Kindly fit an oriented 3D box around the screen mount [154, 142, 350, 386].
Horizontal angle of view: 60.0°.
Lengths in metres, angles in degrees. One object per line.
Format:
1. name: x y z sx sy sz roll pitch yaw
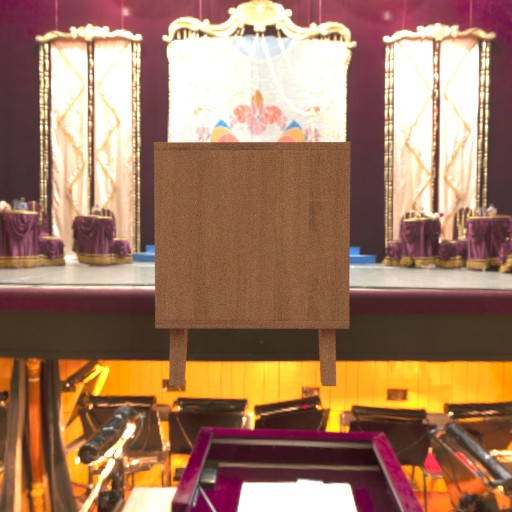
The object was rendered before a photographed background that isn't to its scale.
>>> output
1. screen mount: 0.000 0.000 1.659 0.400 0.510 1.500 0 2 1
